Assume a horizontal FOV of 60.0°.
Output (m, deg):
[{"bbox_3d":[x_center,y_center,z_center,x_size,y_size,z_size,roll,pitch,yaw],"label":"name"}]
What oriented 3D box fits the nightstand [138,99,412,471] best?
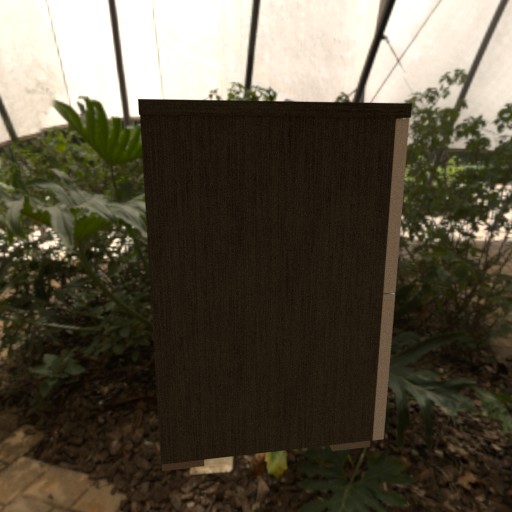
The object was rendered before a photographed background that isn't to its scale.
[{"bbox_3d":[0.000,0.000,0.755,0.325,0.460,0.441,-2,14,-9],"label":"nightstand"}]
